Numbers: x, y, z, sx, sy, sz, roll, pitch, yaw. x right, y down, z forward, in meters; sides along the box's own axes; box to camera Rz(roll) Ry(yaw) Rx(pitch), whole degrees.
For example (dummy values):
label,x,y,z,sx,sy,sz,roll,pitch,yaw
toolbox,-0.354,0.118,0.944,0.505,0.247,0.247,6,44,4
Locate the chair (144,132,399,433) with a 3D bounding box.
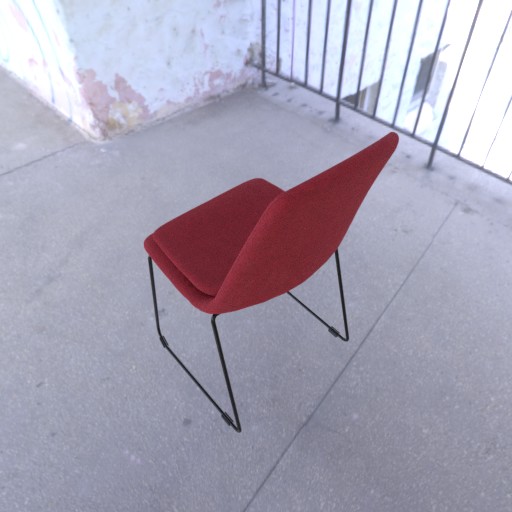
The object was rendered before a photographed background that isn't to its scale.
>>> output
label,x,y,z,sx,sy,sz,roll,pitch,yaw
chair,0.000,0.000,1.168,0.479,0.858,0.518,-32,54,-27
